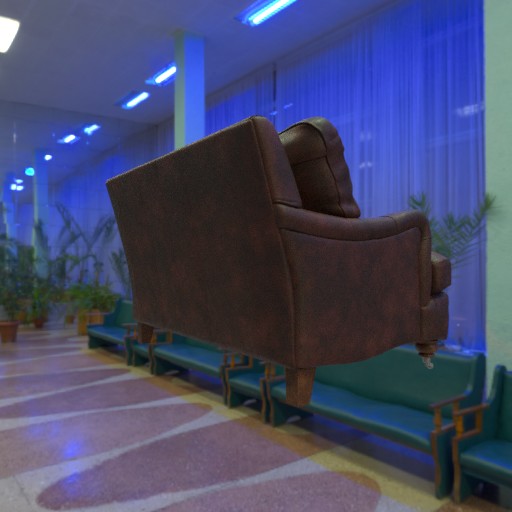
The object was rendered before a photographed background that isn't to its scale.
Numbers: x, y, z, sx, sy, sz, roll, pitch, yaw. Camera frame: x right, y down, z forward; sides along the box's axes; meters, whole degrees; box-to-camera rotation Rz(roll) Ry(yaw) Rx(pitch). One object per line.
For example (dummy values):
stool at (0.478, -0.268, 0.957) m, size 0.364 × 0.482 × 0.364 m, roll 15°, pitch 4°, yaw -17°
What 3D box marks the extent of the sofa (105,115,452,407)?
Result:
sofa at (0.000, 0.000, 2.368) m, size 1.148 × 1.070 × 1.628 m, roll 0°, pitch 0°, yaw -36°
